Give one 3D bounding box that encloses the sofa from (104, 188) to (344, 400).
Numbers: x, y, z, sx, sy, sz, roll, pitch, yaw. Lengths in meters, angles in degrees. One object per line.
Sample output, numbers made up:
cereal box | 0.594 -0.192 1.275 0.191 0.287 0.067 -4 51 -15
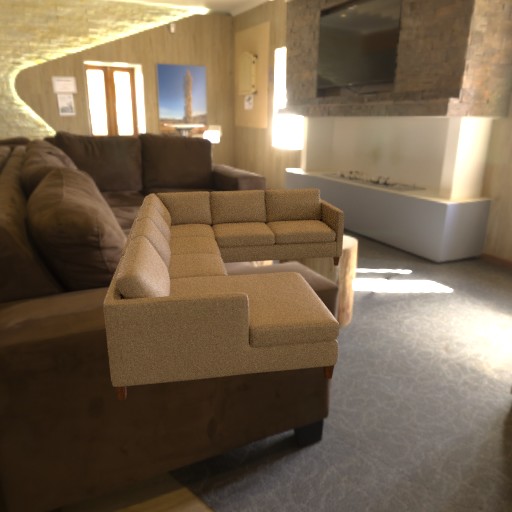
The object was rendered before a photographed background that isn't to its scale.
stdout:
sofa | 0.000 0.000 4.580 2.551 0.889 3.403 -3 18 -10
